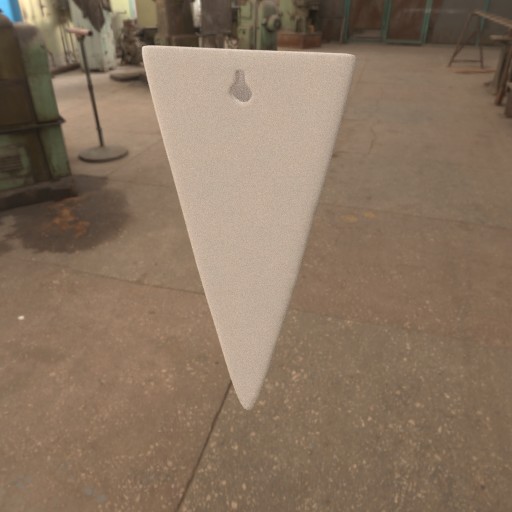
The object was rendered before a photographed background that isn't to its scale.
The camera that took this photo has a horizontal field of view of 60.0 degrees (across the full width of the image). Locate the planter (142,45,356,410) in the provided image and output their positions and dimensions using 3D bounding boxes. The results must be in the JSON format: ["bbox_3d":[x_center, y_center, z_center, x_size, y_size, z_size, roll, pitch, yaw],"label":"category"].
[{"bbox_3d":[0.000,0.000,0.390,0.143,0.338,0.065,10,33,15],"label":"planter"}]
